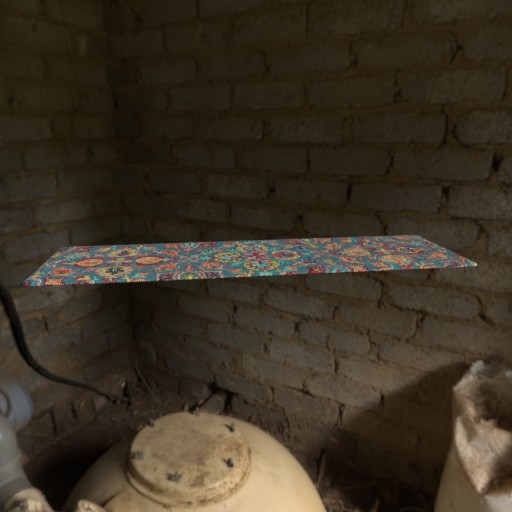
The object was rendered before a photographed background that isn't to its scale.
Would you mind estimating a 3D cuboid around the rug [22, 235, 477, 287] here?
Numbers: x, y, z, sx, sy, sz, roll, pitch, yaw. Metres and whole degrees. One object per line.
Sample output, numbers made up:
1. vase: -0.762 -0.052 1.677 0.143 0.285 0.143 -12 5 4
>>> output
1. rug: 0.000 0.000 2.510 2.286 0.013 0.686 -2 16 -8
